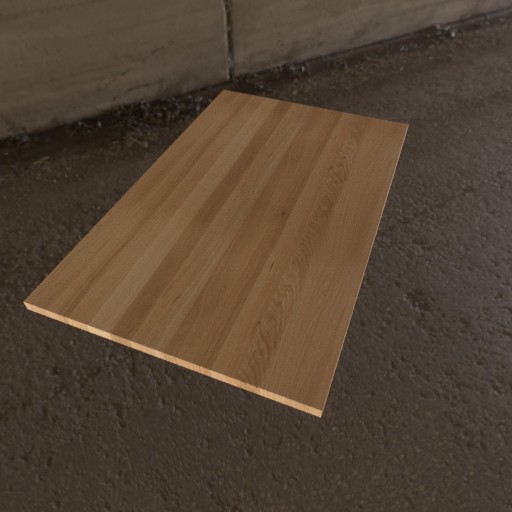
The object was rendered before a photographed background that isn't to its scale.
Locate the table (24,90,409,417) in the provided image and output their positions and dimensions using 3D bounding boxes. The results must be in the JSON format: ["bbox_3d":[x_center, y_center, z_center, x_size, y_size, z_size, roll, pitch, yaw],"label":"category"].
[{"bbox_3d":[0.000,0.000,1.451,0.700,0.510,1.100,16,49,15],"label":"table"}]
